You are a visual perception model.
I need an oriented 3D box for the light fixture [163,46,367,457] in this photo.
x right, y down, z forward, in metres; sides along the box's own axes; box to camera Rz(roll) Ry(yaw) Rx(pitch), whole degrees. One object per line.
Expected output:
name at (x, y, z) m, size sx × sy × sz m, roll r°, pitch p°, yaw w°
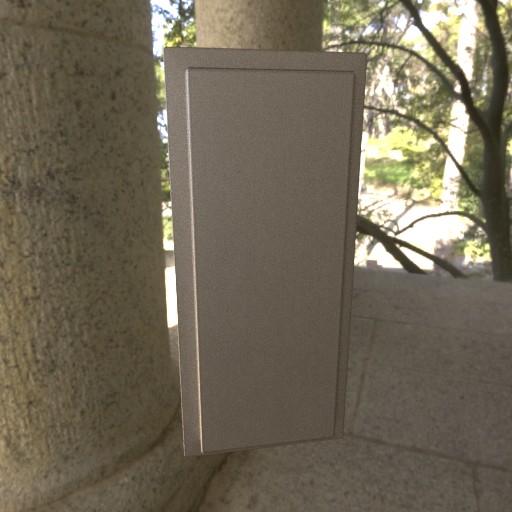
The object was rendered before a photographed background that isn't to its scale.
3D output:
light fixture at (0.000, 0.000, 0.467) m, size 0.168 × 0.380 × 0.160 m, roll -3°, pitch 16°, yaw -10°
